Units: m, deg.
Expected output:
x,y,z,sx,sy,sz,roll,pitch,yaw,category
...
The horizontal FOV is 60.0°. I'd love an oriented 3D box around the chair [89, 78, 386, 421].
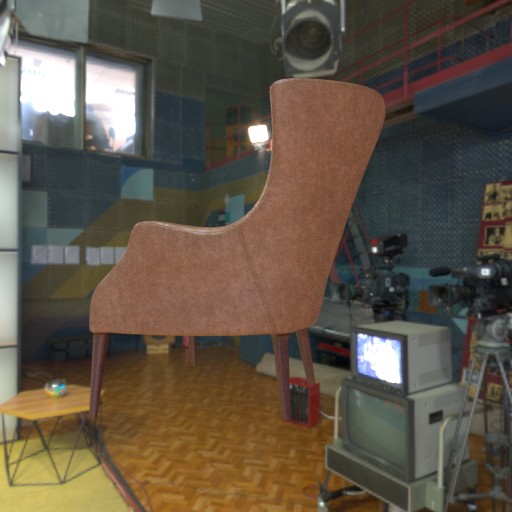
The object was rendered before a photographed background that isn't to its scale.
x,y,z,sx,sy,sz,roll,pitch,yaw,category
0.000,0.000,1.698,0.955,1.067,0.846,0,-1,18,chair
